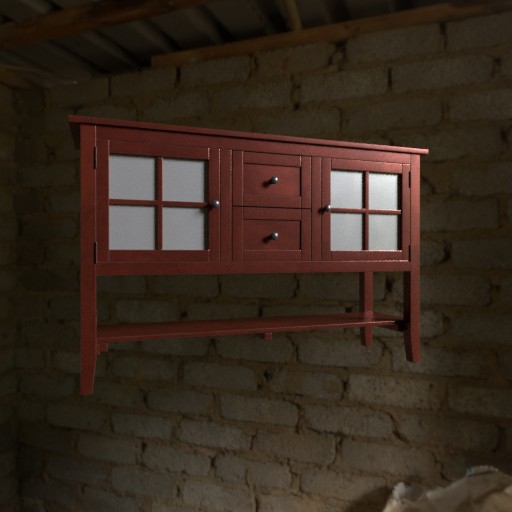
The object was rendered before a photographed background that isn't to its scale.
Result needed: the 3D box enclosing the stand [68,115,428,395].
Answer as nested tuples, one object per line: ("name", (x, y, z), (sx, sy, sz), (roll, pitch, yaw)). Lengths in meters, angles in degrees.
("stand", (0.000, 0.000, 1.774), (1.362, 0.872, 0.410), (0, 0, -19))
